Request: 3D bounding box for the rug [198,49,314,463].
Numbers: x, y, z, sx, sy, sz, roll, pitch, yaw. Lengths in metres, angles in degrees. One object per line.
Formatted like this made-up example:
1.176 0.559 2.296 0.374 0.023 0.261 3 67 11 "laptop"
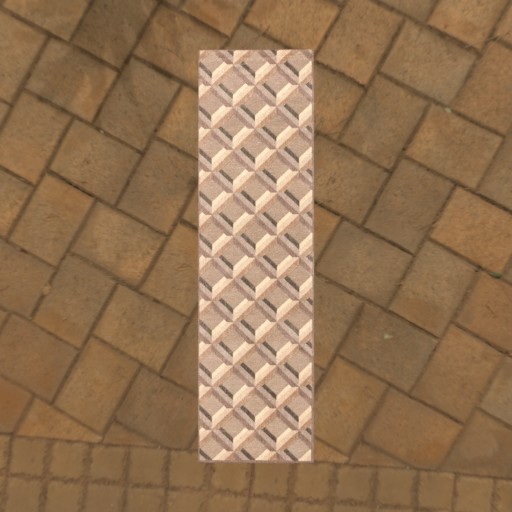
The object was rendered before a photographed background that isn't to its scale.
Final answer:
0.000 0.000 2.612 0.685 0.013 2.437 0 90 1 "rug"
